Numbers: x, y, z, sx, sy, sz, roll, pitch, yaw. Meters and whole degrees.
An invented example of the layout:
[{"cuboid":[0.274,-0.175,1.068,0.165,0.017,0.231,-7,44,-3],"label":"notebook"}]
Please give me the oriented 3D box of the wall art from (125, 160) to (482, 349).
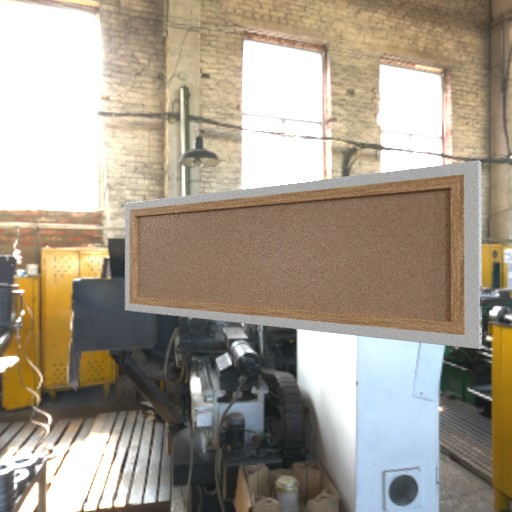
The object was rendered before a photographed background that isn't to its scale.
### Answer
[{"cuboid":[0.000,0.000,1.657,1.520,0.507,0.039,0,-1,37],"label":"wall art"}]
